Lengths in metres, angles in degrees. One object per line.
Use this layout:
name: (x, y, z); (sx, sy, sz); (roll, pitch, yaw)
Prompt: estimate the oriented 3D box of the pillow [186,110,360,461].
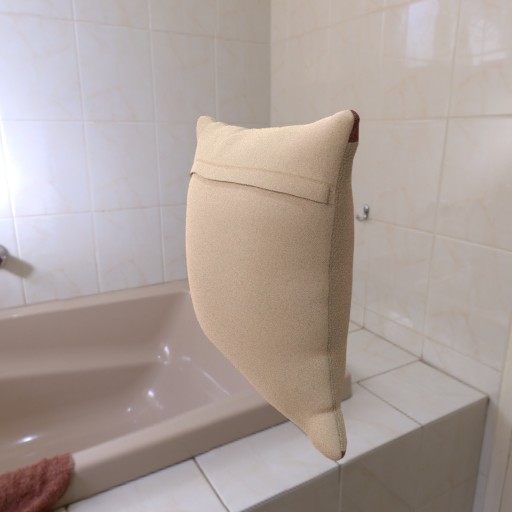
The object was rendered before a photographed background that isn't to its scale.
pillow: (0.000, 0.000, 0.813); (0.229, 0.506, 0.536); (-8, 17, -27)
